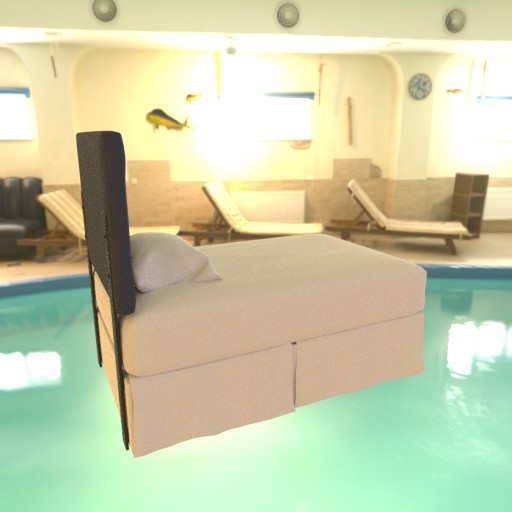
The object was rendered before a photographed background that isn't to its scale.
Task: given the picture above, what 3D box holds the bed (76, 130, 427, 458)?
[{"bbox_3d":[0.000,0.000,2.918,1.997,1.571,1.261,-7,17,-26],"label":"bed"}]
